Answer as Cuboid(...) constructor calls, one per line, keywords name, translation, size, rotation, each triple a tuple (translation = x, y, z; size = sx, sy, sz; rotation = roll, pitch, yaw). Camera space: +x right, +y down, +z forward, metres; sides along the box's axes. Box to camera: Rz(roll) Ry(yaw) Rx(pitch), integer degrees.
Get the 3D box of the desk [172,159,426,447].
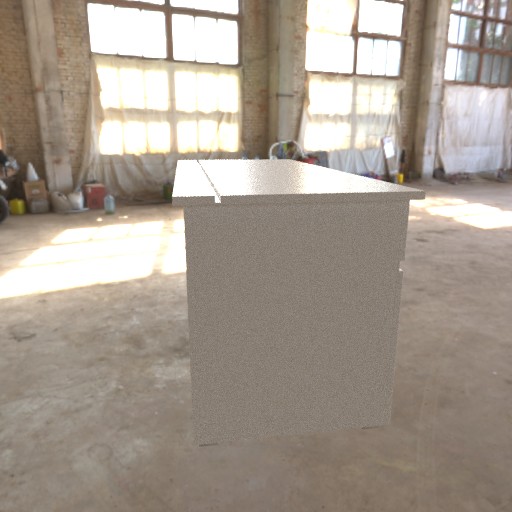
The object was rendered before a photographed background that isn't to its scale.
Cuboid(name="desk", translation=(0.000, 0.000, 1.989), size=(0.670, 0.760, 1.580), rotation=(-2, 16, -9))
